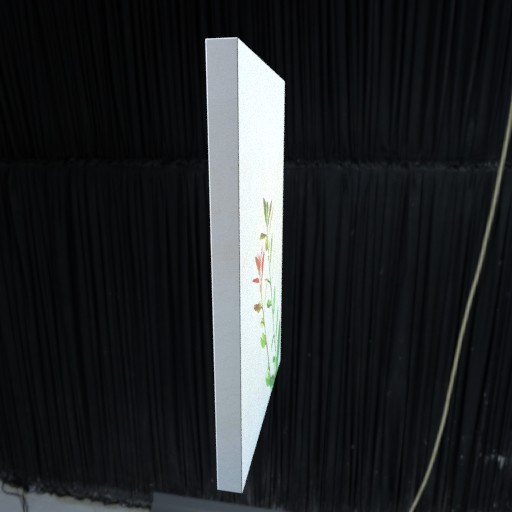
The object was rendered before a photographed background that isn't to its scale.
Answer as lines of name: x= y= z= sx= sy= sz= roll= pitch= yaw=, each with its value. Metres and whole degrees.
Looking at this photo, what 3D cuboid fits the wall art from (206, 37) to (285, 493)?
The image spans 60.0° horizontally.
wall art: x=0.000 y=0.000 z=0.767 sx=0.038 sy=0.611 sz=0.408 roll=3 pitch=15 yaw=10
